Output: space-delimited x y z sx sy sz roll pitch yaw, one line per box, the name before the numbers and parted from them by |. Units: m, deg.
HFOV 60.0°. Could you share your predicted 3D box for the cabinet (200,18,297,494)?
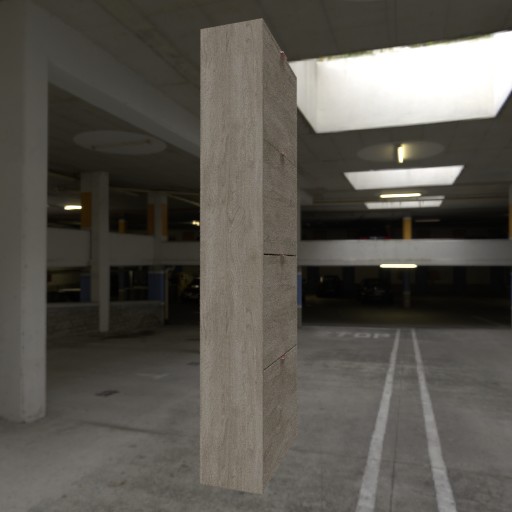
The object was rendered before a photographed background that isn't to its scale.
cabinet | 0.000 0.000 1.797 0.250 1.630 0.520 0 -1 18
